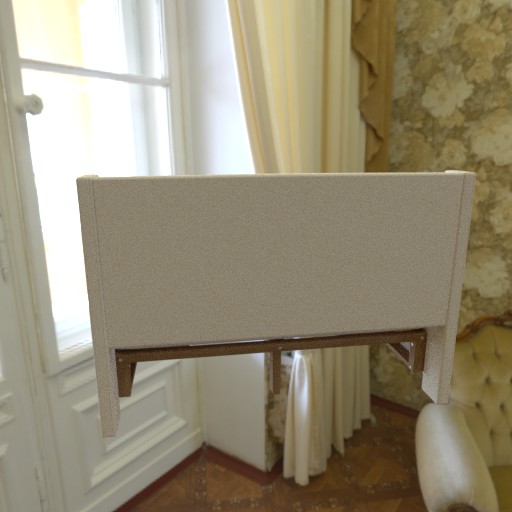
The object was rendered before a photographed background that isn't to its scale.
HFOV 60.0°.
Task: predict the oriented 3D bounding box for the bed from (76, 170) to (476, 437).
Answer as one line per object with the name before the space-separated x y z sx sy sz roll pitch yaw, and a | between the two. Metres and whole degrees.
bed | 0.000 0.000 3.580 2.145 1.471 2.293 -2 15 -9
